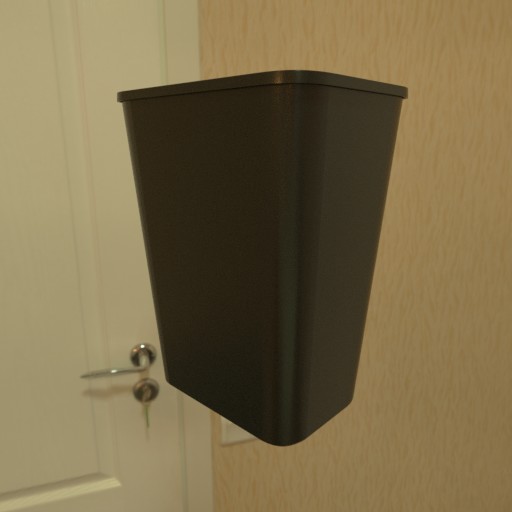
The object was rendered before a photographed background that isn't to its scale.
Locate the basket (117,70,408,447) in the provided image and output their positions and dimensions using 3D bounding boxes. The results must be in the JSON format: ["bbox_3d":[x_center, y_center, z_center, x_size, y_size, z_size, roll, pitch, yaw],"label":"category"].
[{"bbox_3d":[0.000,0.000,0.744,0.394,0.521,0.287,13,20,42],"label":"basket"}]
